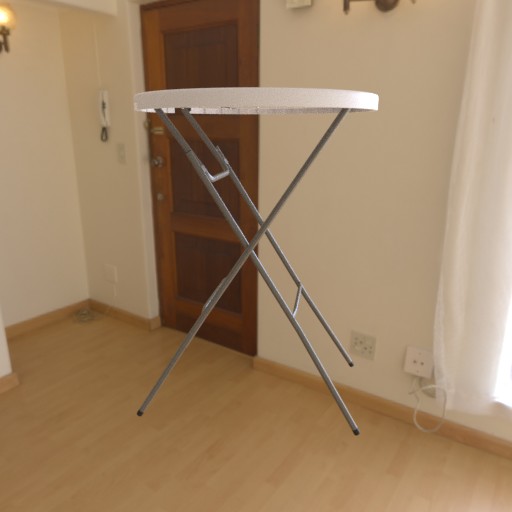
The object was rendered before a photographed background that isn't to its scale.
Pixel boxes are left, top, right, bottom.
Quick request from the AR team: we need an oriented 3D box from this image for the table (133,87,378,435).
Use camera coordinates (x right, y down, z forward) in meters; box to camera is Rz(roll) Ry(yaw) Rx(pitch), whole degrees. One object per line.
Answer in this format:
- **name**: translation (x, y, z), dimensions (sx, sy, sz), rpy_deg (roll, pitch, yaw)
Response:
- **table**: translation (0.000, 0.000, 1.634), dimensions (0.795, 1.105, 0.792), rpy_deg (3, 17, 9)
